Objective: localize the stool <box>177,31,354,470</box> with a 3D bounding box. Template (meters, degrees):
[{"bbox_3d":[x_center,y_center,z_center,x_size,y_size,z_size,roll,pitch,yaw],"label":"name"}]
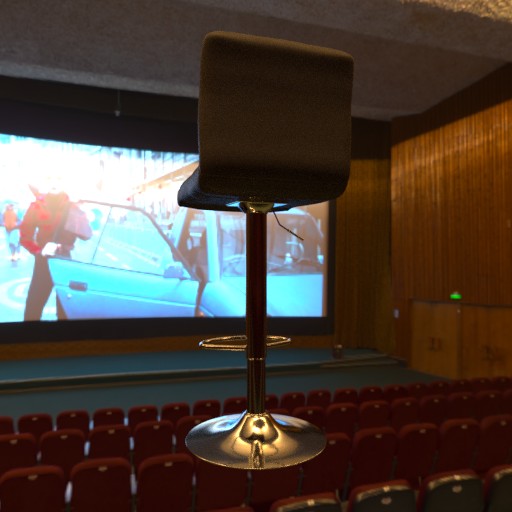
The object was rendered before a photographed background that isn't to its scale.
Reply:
[{"bbox_3d":[0.000,0.000,1.362,0.430,1.115,0.505,0,-1,-18],"label":"stool"}]
